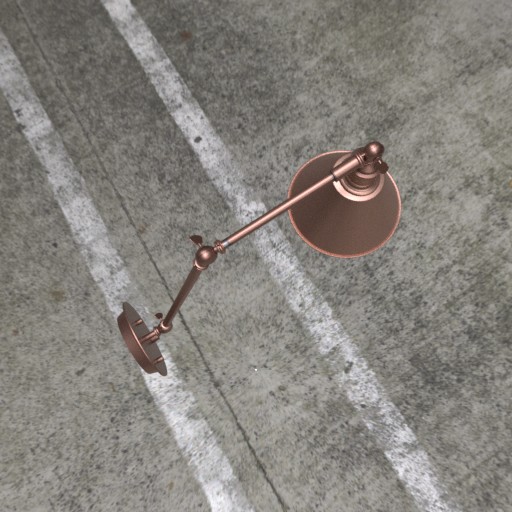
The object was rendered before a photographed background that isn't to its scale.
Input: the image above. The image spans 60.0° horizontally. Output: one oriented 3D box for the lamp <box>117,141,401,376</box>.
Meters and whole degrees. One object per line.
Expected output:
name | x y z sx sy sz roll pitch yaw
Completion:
lamp | 0.000 0.000 0.858 0.624 0.502 0.223 -30 78 -7
